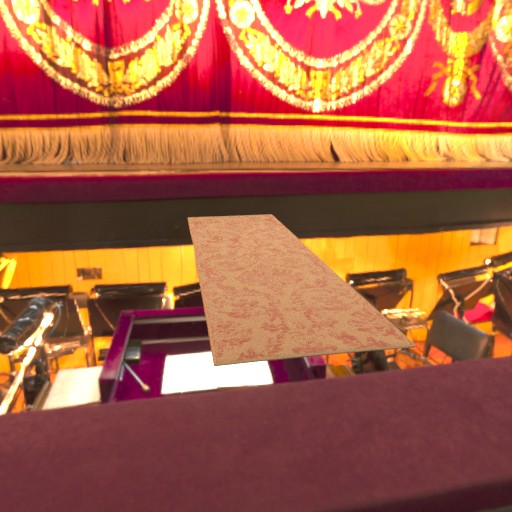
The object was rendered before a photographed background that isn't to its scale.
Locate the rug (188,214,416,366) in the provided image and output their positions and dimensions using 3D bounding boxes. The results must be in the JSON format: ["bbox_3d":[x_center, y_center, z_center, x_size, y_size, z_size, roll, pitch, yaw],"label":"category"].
[{"bbox_3d":[0.000,0.000,2.418,0.662,0.011,2.196,-3,17,-10],"label":"rug"}]
